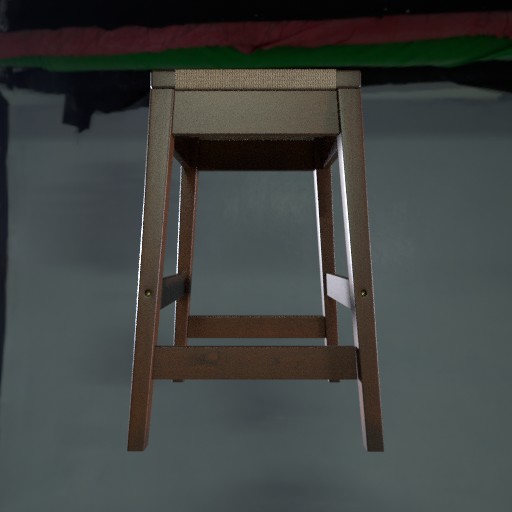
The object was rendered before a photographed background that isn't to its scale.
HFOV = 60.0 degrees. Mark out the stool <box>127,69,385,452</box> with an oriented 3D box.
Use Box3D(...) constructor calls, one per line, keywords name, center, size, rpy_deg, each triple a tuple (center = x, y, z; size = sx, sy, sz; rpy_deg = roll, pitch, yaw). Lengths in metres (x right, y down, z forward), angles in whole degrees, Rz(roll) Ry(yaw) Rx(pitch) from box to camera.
Box3D(name="stool", center=(0.000, 0.000, 1.113), size=(0.507, 0.762, 0.497), rpy_deg=(0, 0, 0))
